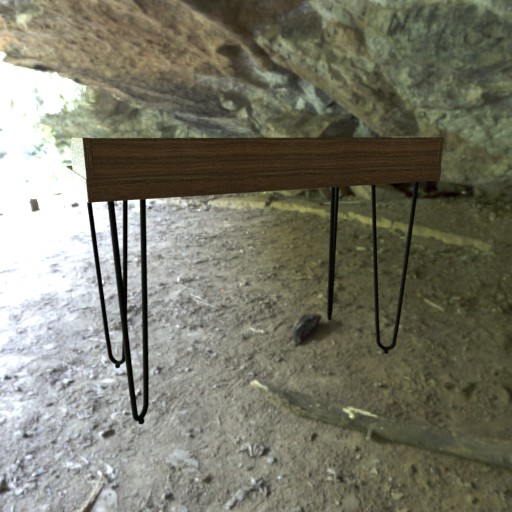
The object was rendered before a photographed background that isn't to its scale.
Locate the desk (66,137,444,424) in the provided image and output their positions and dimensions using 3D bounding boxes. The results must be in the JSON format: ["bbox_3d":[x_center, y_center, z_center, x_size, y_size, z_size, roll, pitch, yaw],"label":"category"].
[{"bbox_3d":[0.000,0.000,1.645,1.200,0.854,0.565,-8,17,-26],"label":"desk"}]
